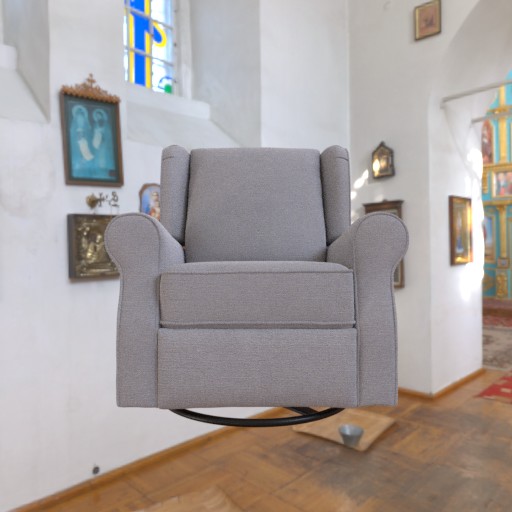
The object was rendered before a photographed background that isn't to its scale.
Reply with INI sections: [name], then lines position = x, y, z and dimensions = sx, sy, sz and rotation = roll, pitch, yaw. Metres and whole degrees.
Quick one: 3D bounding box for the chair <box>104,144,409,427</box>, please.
[chair]
position = 0.000, 0.000, 1.662
dimensions = 0.906, 0.966, 0.854
rotation = 0, 0, -1
